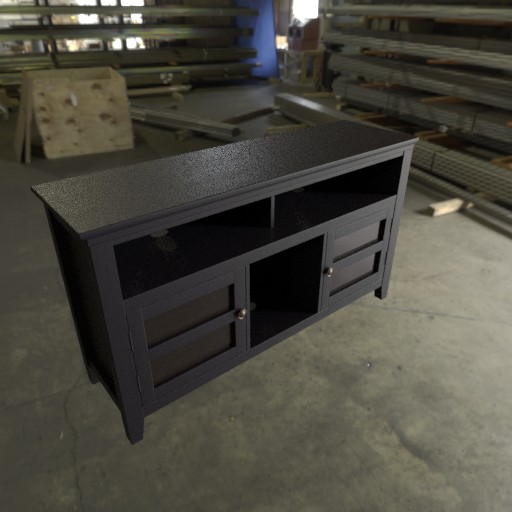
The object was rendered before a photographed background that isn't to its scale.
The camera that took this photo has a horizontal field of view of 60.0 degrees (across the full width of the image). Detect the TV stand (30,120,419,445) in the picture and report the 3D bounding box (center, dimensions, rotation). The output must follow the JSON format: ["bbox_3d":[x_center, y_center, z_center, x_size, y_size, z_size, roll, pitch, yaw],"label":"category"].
[{"bbox_3d":[0.000,0.000,1.505,1.198,0.681,0.347,-22,36,-33],"label":"TV stand"}]
